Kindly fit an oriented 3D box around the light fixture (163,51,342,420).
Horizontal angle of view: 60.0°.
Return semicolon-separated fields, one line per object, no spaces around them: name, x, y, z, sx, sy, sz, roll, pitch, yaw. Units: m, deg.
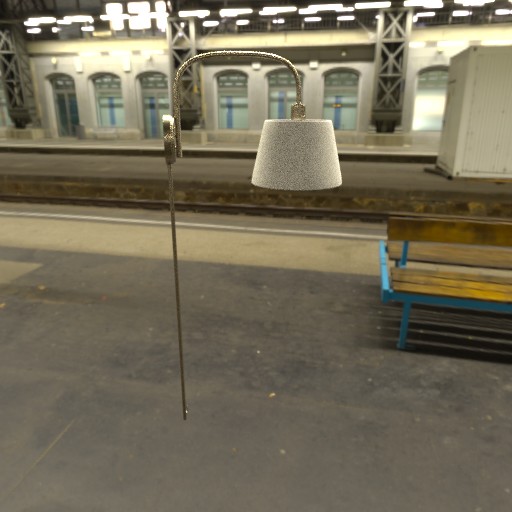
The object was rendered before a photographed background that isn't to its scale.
light fixture;0.000;0.000;0.474;0.176;0.399;0.092;-3;18;-8
